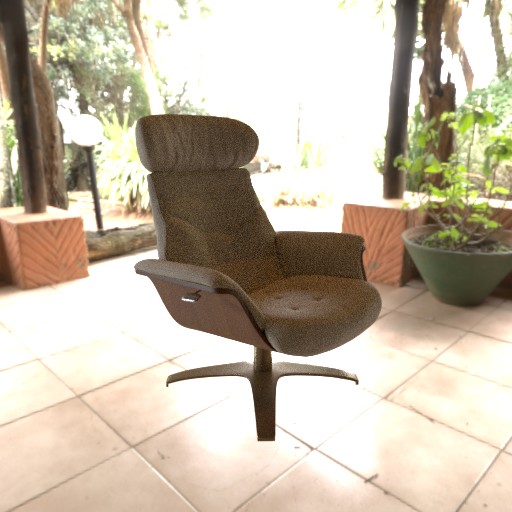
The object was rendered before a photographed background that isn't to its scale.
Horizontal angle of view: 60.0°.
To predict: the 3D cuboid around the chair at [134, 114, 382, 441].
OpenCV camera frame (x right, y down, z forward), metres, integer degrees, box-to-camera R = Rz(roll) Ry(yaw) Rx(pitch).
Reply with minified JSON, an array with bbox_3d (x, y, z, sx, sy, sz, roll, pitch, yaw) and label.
[{"bbox_3d":[0.000,0.000,1.594,0.837,0.995,0.785,14,20,43],"label":"chair"}]
